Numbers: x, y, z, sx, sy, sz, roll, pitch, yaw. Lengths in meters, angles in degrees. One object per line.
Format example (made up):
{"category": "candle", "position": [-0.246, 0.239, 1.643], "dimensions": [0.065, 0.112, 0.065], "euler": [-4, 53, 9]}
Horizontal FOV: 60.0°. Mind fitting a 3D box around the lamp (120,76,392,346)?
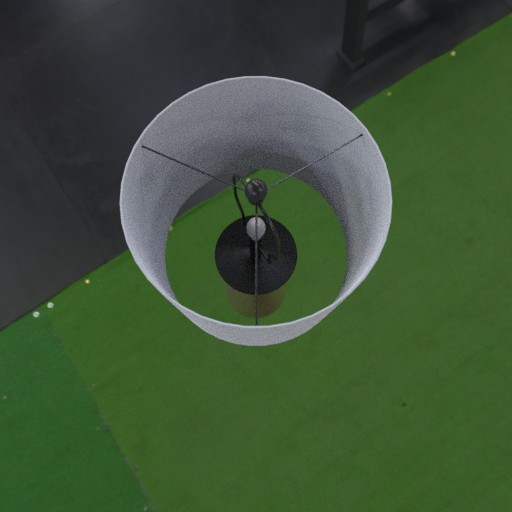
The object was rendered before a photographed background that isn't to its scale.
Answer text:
{"category": "lamp", "position": [0.000, 0.000, 0.753], "dimensions": [0.304, 0.573, 0.304], "euler": [-31, 77, -8]}
